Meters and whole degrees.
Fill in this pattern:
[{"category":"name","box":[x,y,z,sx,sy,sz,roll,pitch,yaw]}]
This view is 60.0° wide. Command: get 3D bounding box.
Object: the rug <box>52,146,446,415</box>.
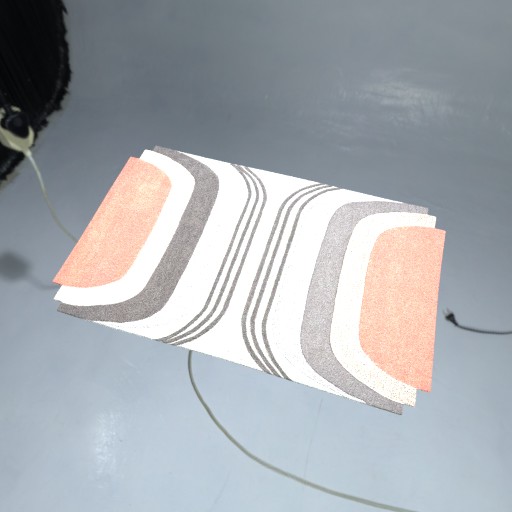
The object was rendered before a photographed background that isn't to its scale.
[{"category":"rug","box":[0.000,0.000,3.020,2.446,0.017,1.530,15,59,9]}]
